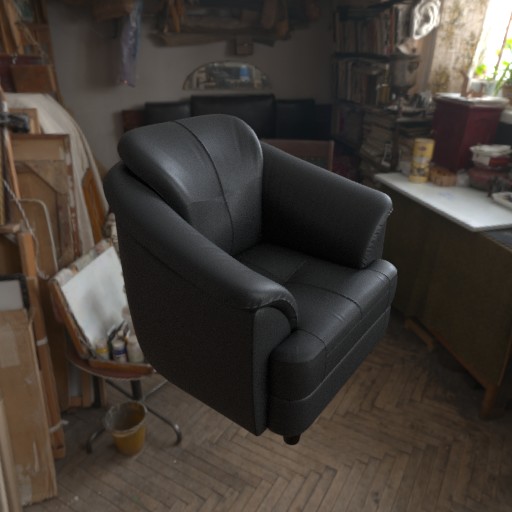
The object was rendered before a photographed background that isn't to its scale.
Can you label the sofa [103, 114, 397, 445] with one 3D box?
[{"bbox_3d":[0.000,0.000,1.494,0.794,0.811,0.870,19,32,33],"label":"sofa"}]
